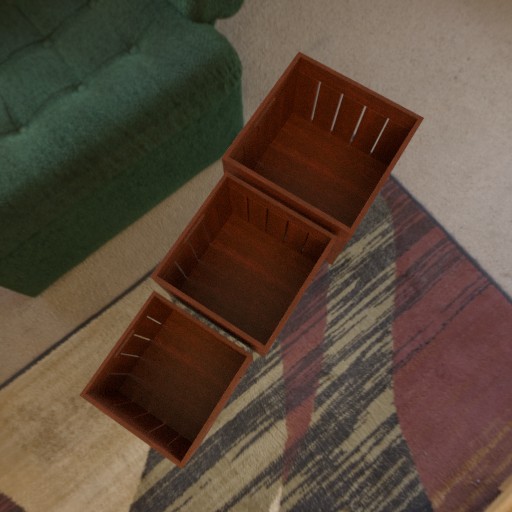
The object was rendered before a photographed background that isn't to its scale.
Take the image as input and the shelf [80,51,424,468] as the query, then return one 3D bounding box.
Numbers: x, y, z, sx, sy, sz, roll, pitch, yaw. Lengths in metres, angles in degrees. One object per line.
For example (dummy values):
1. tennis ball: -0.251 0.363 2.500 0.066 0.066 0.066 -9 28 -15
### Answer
1. shelf: 0.000 0.000 1.251 0.393 0.311 1.064 32 77 8
